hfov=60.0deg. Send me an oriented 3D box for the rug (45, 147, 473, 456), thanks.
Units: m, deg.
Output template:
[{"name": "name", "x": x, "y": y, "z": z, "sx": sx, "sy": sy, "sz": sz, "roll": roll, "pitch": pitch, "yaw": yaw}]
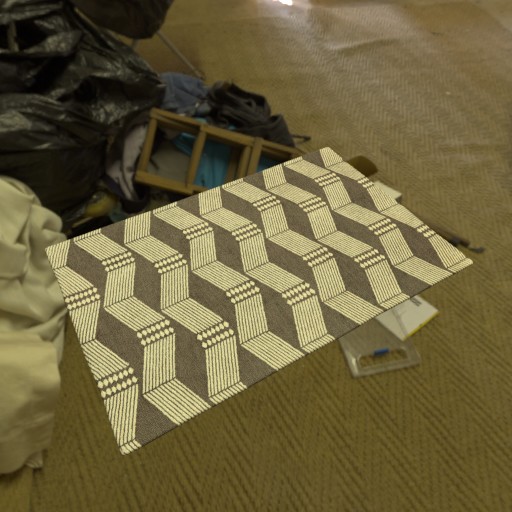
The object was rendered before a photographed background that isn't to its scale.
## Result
[{"name": "rug", "x": 0.000, "y": 0.000, "z": 2.261, "sx": 1.833, "sy": 0.016, "sz": 1.210, "roll": -23, "pitch": 51, "yaw": -21}]
